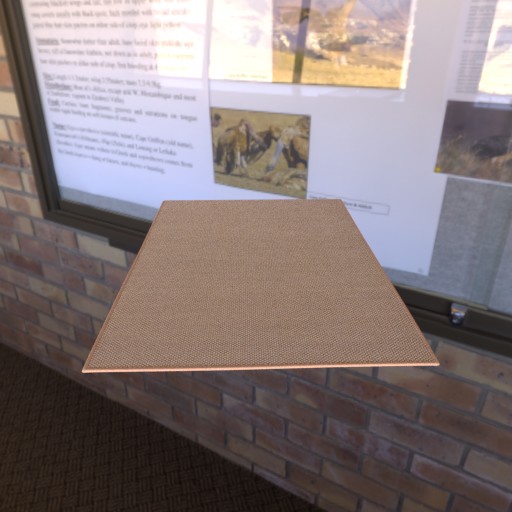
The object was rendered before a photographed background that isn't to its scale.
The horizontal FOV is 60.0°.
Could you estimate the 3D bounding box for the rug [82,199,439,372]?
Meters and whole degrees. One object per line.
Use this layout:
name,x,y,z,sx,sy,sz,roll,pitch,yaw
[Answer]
rug,0.000,0.000,2.825,1.524,0.013,2.134,-1,27,-1
